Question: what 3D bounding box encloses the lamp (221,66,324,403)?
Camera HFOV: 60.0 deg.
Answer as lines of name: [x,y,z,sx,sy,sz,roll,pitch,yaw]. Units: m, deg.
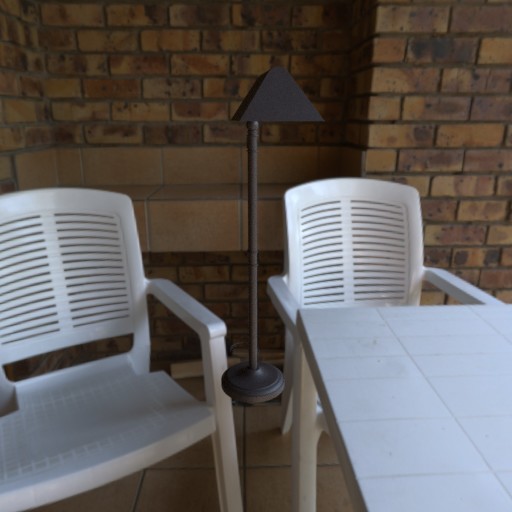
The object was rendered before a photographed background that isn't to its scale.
lamp: [0.000,0.000,0.955,0.159,0.708,0.545,-2,17,-7]
